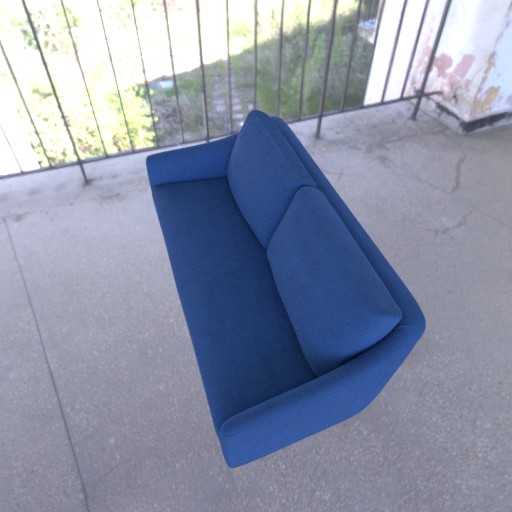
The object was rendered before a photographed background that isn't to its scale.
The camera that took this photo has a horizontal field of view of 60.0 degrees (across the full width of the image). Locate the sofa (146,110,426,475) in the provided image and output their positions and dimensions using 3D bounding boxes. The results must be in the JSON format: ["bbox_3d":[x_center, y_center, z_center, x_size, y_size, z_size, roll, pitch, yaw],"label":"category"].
[{"bbox_3d":[0.000,0.000,2.569,0.960,0.903,2.036,-14,48,-13],"label":"sofa"}]
